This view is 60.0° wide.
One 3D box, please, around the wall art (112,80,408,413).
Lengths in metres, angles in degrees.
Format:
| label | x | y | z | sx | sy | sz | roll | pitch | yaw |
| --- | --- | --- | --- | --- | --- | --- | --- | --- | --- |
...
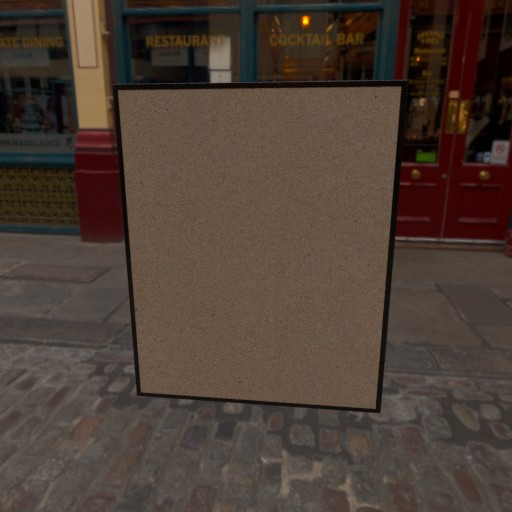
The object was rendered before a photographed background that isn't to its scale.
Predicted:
| label | x | y | z | sx | sy | sz | roll | pitch | yaw |
| --- | --- | --- | --- | --- | --- | --- | --- | --- | --- |
| wall art | 0.000 | 0.000 | 0.756 | 0.448 | 0.551 | 0.038 | 2 | 15 | 7 |
